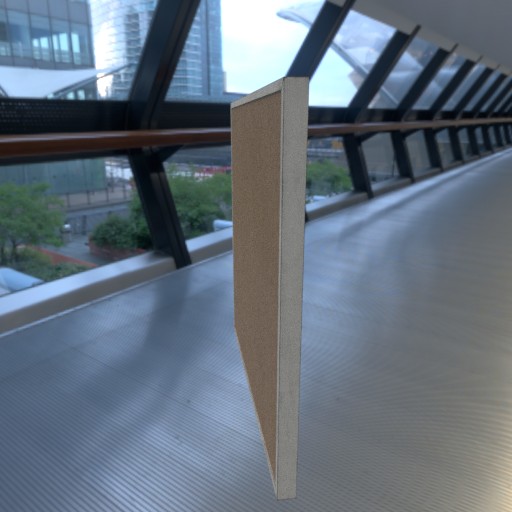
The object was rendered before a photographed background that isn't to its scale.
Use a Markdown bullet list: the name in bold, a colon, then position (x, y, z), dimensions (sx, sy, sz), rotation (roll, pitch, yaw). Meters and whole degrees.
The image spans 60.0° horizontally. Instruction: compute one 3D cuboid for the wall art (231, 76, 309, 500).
- **wall art**: position (0.000, 0.000, 1.112), dimensions (0.038, 0.762, 0.762), rotation (-3, 16, -9)
